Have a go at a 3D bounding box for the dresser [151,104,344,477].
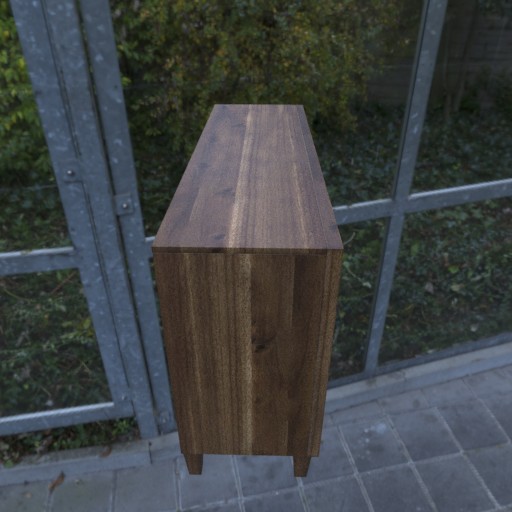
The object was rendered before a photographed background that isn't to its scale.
[{"bbox_3d":[0.000,0.000,1.813,0.438,0.892,1.387,1,31,1],"label":"dresser"}]
